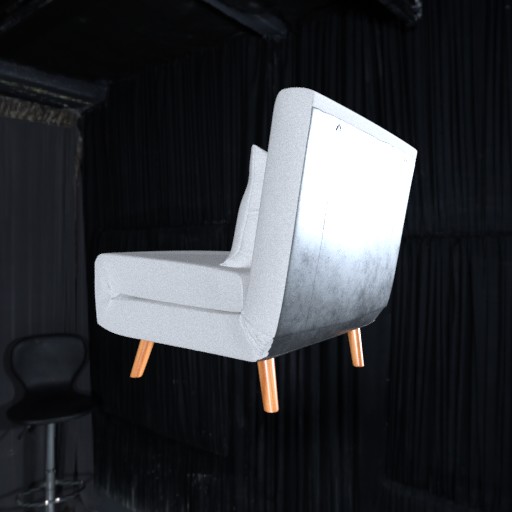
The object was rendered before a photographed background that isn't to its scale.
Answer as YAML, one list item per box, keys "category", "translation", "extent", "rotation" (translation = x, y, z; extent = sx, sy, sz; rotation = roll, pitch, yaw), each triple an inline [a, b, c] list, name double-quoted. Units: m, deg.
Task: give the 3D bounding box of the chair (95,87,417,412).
- category: "chair"
  translation: [0.000, 0.000, 1.553]
  extent: [0.902, 0.808, 0.770]
  rotation: [1, 1, 37]
